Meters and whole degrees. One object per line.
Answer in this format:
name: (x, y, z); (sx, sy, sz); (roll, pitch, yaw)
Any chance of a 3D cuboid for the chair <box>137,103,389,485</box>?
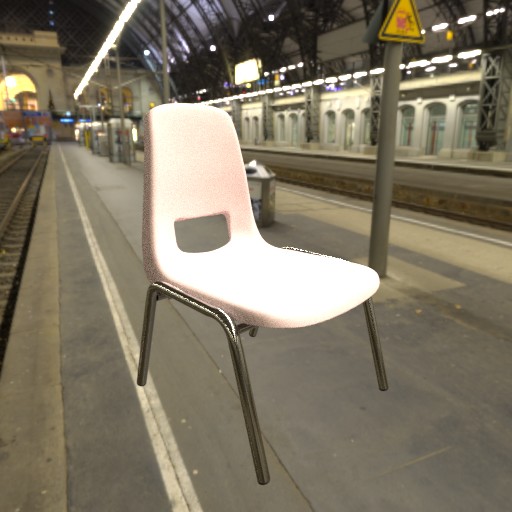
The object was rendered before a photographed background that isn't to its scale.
chair: (0.000, 0.000, 0.801); (0.354, 0.537, 0.385); (-15, 22, -43)
